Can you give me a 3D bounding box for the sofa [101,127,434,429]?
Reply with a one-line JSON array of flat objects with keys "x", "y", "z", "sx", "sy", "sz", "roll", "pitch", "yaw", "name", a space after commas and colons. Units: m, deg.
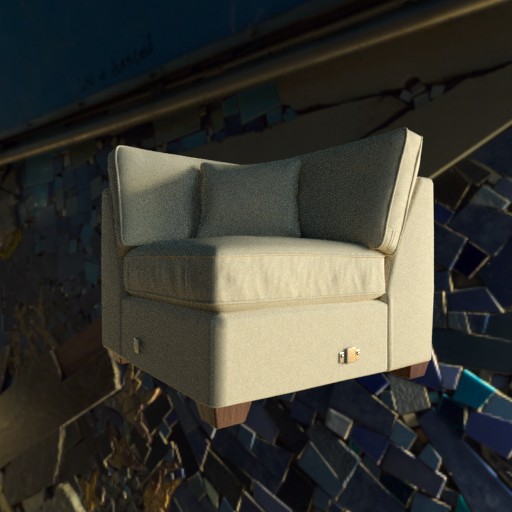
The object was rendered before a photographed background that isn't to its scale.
[{"x": 0.000, "y": 0.000, "z": 1.975, "sx": 1.084, "sy": 1.002, "sz": 1.146, "roll": 0, "pitch": 0, "yaw": -35, "name": "sofa"}]
